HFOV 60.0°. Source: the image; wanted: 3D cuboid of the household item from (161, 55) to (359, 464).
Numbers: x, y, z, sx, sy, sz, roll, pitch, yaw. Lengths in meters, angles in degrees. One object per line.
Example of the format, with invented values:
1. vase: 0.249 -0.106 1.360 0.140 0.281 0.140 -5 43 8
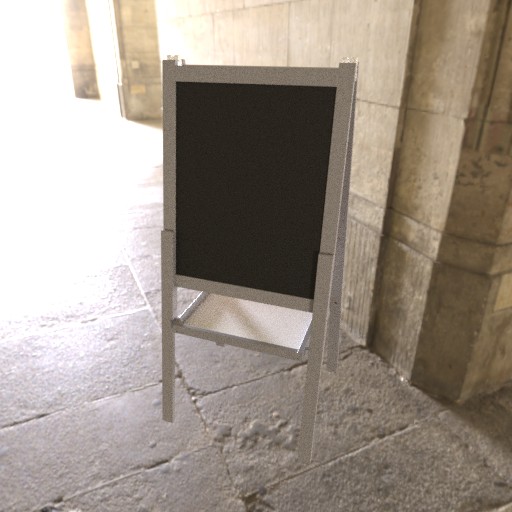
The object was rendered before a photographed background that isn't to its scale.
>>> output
1. household item: 0.000 0.000 1.424 0.531 1.172 0.469 9 28 18
